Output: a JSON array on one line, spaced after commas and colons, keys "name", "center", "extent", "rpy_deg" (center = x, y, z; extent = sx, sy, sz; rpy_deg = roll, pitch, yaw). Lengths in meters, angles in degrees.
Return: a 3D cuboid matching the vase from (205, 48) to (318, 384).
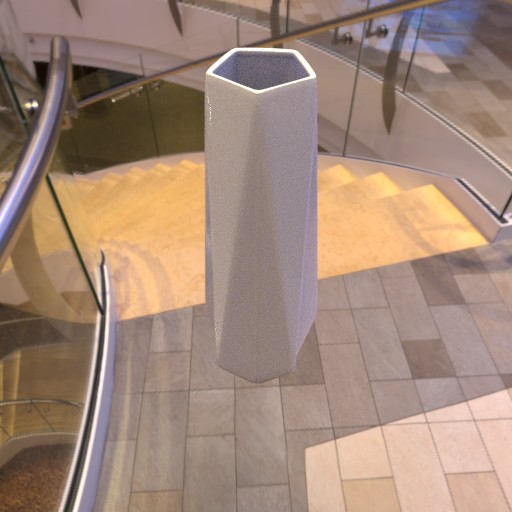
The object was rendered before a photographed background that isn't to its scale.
[{"name": "vase", "center": [0.000, 0.000, 0.391], "extent": [0.122, 0.329, 0.116], "rpy_deg": [32, 54, 27]}]
